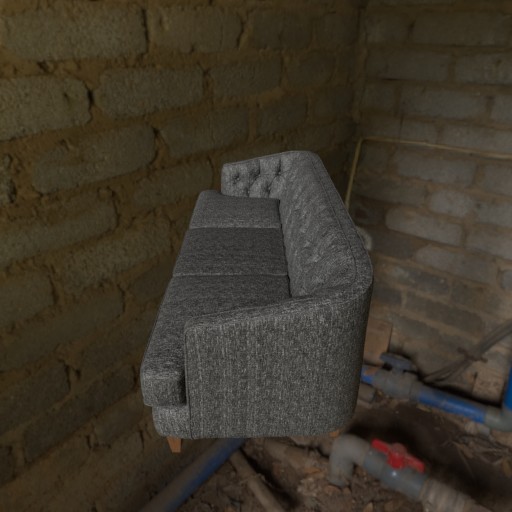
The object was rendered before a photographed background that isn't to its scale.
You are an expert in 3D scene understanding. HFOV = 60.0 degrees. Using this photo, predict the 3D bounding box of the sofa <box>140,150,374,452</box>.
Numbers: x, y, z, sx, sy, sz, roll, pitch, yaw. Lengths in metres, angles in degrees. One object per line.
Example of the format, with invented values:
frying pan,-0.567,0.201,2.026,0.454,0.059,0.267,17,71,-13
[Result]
sofa,0.000,0.000,2.712,0.941,0.855,2.278,0,27,0
